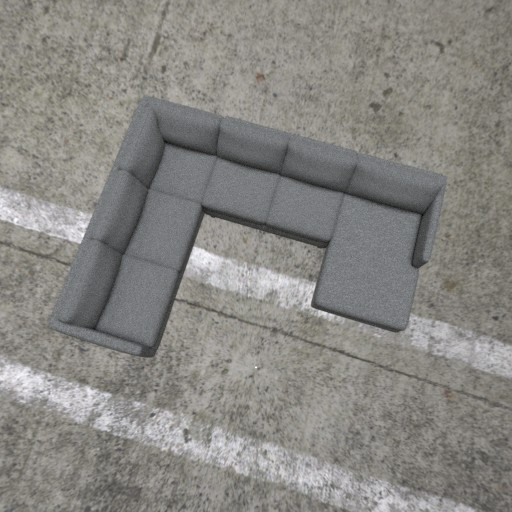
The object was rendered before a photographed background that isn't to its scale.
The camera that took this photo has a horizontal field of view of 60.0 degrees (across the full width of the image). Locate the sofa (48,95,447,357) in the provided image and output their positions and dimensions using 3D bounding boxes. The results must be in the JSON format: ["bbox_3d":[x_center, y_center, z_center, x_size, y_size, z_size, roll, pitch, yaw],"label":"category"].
[{"bbox_3d":[0.000,0.000,4.452,3.238,0.853,2.551,16,76,4],"label":"sofa"}]
